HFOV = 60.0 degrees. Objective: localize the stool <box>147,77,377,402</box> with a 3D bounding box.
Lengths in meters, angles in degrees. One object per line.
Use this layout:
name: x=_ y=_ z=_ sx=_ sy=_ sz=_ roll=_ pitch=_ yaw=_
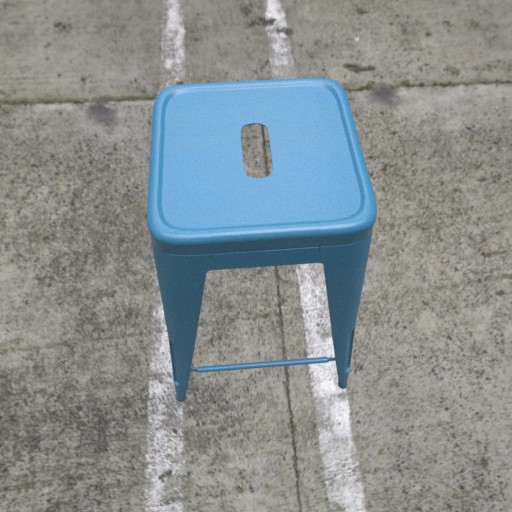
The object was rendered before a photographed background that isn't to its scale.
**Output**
stool: x=0.000 y=0.000 z=0.899 sx=0.410 sy=0.608 sz=0.410 roll=-4 pitch=59 yaw=-2
